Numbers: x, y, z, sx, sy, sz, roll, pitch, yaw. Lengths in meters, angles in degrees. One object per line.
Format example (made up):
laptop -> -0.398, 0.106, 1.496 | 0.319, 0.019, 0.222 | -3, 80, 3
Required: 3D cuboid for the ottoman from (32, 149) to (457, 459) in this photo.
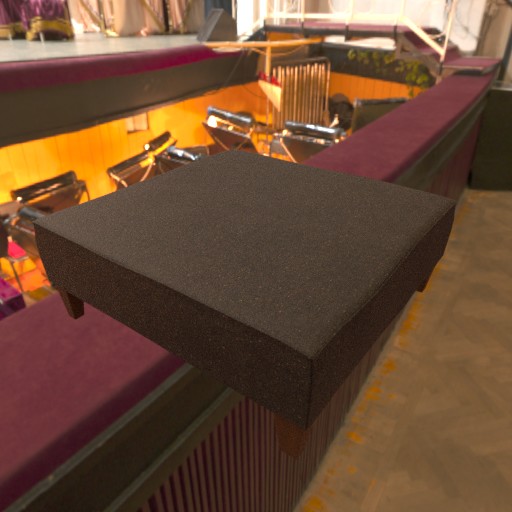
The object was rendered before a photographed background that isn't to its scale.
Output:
ottoman -> 0.000, 0.000, 1.504 | 1.004, 0.382, 0.968 | 20, 35, 31
